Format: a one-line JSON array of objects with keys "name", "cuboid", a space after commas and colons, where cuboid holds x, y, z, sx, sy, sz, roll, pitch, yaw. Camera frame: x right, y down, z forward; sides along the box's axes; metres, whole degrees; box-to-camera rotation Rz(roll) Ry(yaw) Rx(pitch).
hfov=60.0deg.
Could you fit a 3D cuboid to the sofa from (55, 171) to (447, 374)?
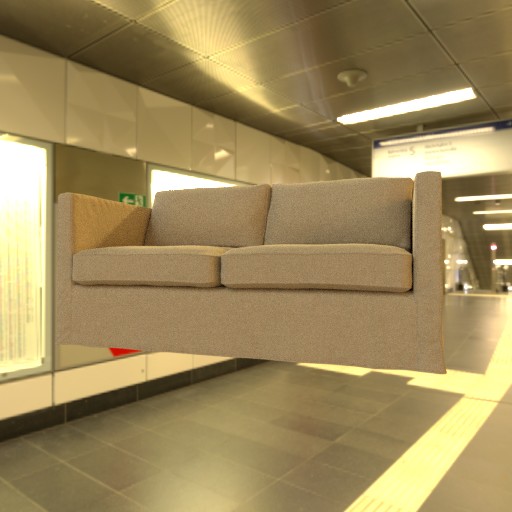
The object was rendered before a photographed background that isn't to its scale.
[{"name": "sofa", "cuboid": [0.000, 0.000, 2.243, 1.719, 0.835, 0.962, 0, 0, 19]}]
